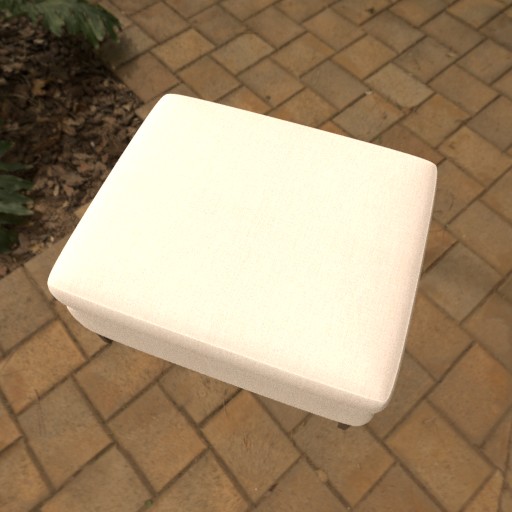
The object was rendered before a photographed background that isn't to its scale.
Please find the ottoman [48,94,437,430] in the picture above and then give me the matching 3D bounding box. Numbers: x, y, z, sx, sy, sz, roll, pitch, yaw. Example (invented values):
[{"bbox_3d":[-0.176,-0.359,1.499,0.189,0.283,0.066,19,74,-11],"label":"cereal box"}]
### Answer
[{"bbox_3d":[0.000,0.000,1.203,0.794,0.453,0.657,17,64,9],"label":"ottoman"}]
